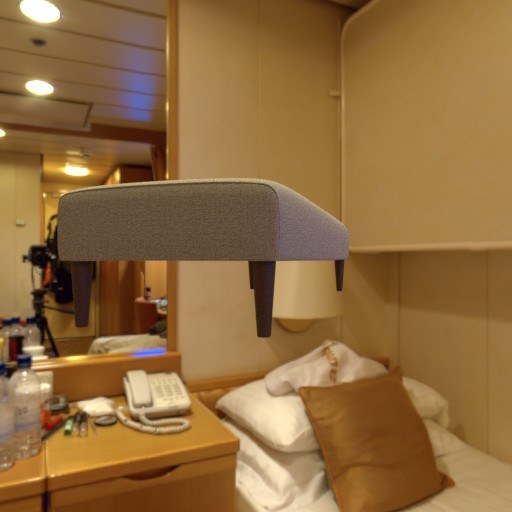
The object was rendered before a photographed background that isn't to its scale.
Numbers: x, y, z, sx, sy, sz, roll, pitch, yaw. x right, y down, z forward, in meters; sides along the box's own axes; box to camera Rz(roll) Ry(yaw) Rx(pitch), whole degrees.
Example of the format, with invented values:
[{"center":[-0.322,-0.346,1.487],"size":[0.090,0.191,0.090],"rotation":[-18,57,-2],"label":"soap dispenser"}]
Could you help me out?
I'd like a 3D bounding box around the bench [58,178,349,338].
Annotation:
[{"center":[0.000,0.000,1.824],"size":[0.631,0.383,1.598],"rotation":[0,0,17],"label":"bench"}]
